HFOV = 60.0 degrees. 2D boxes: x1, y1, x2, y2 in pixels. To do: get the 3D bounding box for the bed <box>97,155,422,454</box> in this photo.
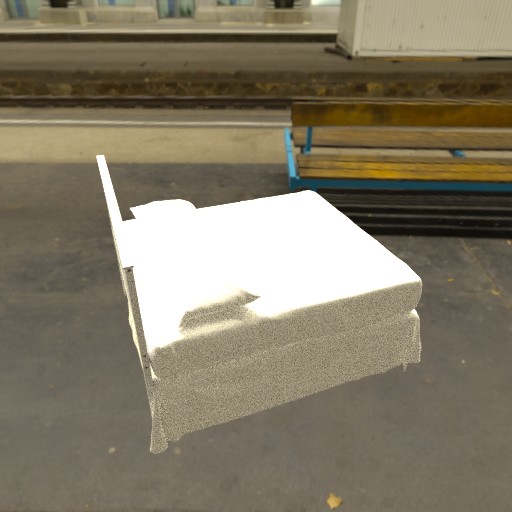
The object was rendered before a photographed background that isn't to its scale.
[{"bbox_3d":[0.000,0.000,3.344,2.047,1.269,1.876,-11,34,-18],"label":"bed"}]
